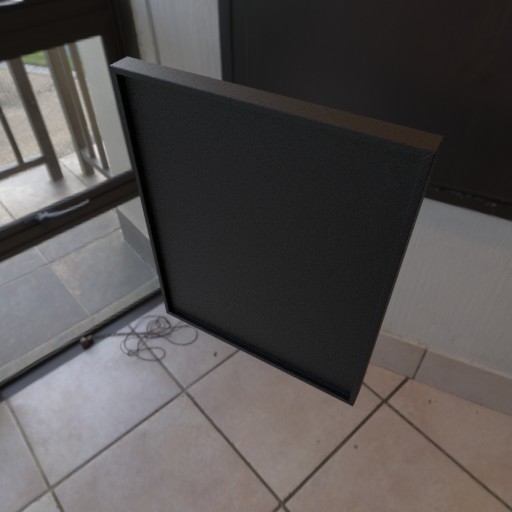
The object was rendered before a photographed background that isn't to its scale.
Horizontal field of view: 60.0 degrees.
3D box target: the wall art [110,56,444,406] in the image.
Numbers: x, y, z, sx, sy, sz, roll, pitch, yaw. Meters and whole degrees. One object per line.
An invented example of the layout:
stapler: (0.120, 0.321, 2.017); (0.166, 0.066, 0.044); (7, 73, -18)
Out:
wall art: (0.000, 0.000, 0.743); (0.449, 0.555, 0.039); (22, 49, 21)
